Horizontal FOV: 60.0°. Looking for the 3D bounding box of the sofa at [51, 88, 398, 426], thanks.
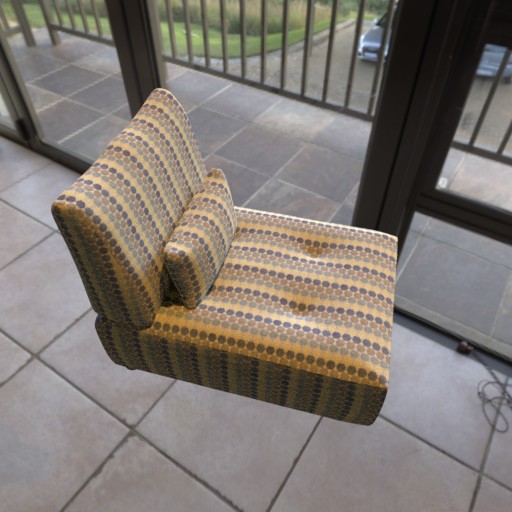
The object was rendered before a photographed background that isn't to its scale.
[{"bbox_3d":[0.000,0.000,1.561,1.000,0.820,0.700,11,48,10],"label":"sofa"}]
